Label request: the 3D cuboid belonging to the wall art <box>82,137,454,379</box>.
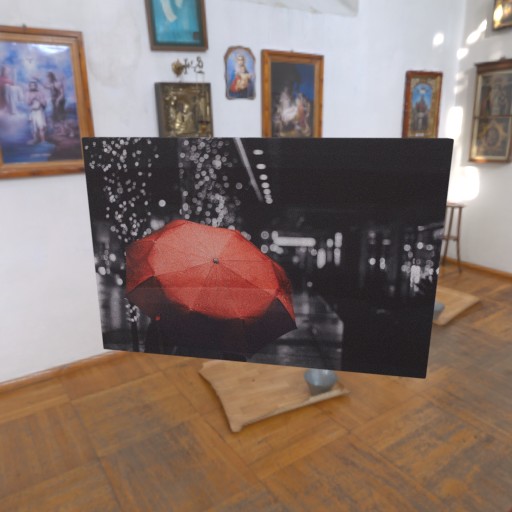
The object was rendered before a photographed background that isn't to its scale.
[{"bbox_3d":[0.000,0.000,0.787,0.609,0.406,0.037,3,16,10],"label":"wall art"}]
